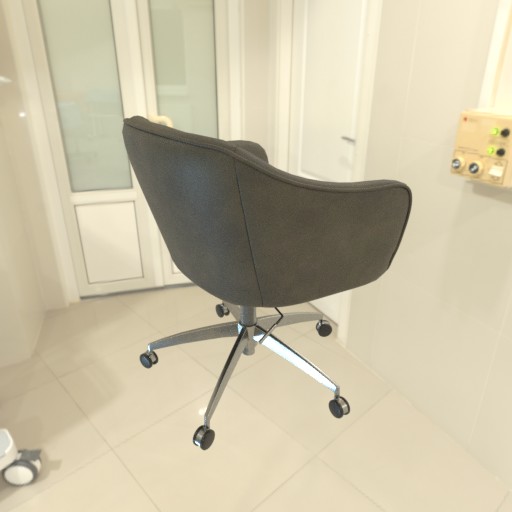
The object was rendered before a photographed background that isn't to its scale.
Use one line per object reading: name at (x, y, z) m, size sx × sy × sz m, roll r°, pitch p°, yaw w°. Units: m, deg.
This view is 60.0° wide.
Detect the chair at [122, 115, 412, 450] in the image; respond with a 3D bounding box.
chair at (0.000, 0.000, 1.347) m, size 0.689 × 0.827 × 0.713 m, roll -17°, pitch 30°, yaw -32°
